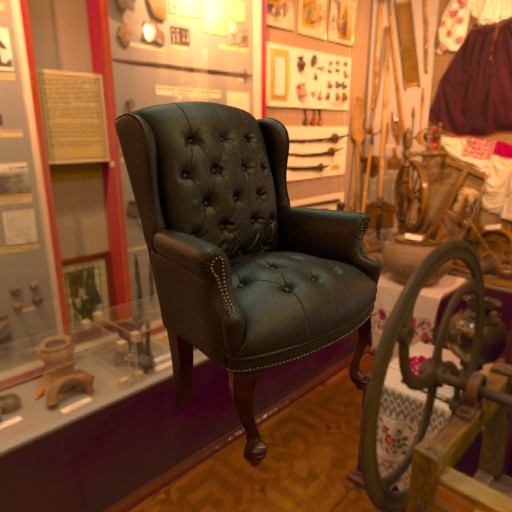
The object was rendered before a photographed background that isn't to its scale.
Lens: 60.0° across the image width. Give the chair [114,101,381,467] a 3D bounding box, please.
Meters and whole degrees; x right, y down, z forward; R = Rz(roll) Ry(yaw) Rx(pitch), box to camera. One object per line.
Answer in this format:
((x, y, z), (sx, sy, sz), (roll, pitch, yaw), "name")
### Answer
((0.000, 0.000, 1.646), (0.838, 1.111, 0.762), (-15, 21, -43), "chair")
